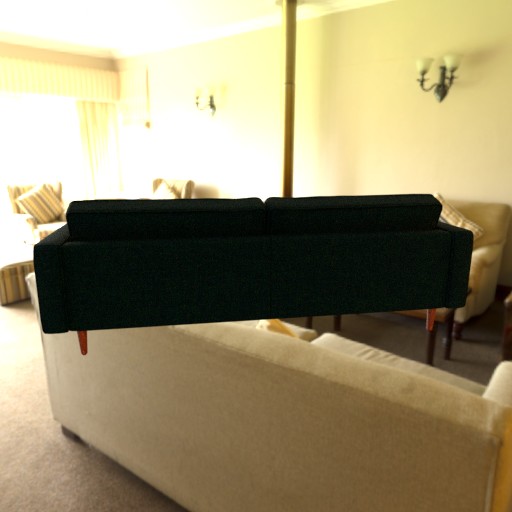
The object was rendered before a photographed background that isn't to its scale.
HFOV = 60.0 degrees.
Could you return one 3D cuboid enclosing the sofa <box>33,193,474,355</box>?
[{"bbox_3d":[0.000,0.000,2.641,2.210,0.762,0.914,-2,14,-9],"label":"sofa"}]
